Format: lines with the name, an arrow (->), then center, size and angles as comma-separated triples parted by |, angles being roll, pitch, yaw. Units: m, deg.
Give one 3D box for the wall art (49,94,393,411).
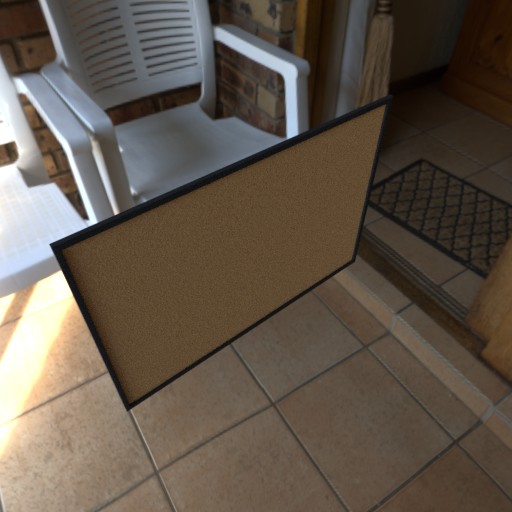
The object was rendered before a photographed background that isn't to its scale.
wall art -> 0.000, 0.000, 1.259 | 0.963, 0.665, 0.013 | -30, 52, -26
